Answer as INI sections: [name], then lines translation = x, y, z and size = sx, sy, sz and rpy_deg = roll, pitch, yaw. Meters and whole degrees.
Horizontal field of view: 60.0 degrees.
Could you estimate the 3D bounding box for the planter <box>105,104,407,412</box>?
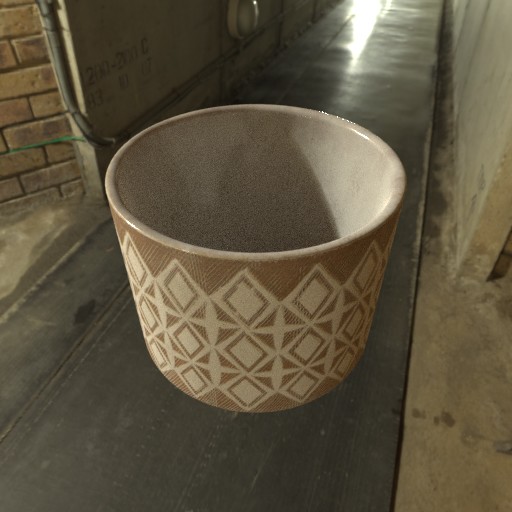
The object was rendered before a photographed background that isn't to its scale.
[planter]
translation = 0.000, 0.000, 0.346
size = 0.193, 0.165, 0.193
rpy_deg = 0, 41, 0
